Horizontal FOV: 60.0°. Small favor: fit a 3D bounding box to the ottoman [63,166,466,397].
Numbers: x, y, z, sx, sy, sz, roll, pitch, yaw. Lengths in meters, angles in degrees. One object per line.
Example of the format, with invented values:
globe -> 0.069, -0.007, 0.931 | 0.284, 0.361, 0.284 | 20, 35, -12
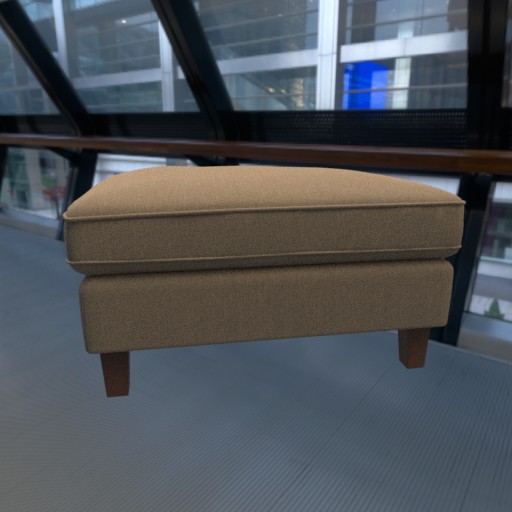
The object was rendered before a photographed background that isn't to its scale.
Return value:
ottoman -> 0.000, 0.000, 1.312 | 0.945, 0.521, 0.636 | -3, 15, -10
